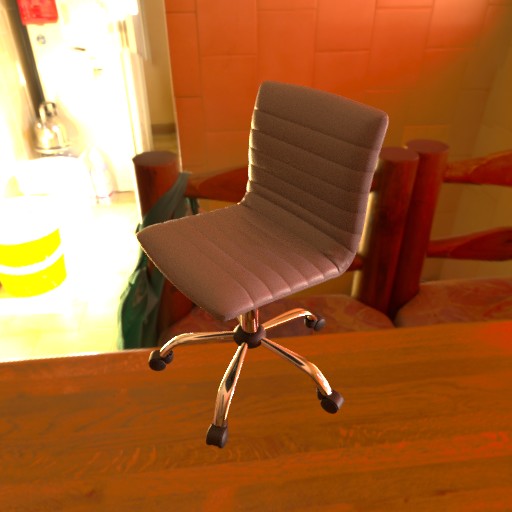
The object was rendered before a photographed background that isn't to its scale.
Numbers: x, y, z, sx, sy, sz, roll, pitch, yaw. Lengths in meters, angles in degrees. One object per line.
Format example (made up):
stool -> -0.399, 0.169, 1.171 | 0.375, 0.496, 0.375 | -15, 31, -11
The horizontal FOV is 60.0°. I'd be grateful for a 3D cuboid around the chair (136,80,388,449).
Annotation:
chair -> 0.000, 0.000, 1.118 | 0.542, 0.750, 0.569 | -22, 39, -30
